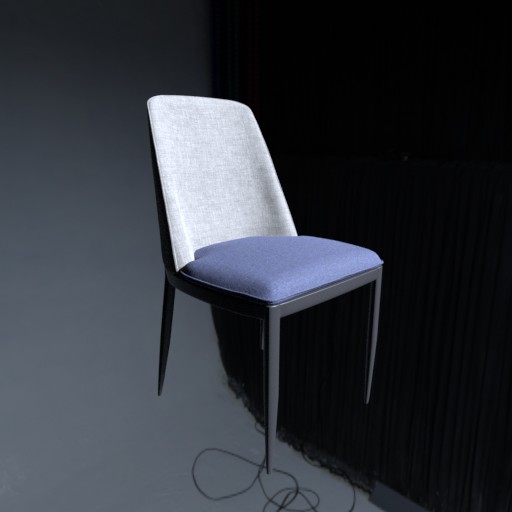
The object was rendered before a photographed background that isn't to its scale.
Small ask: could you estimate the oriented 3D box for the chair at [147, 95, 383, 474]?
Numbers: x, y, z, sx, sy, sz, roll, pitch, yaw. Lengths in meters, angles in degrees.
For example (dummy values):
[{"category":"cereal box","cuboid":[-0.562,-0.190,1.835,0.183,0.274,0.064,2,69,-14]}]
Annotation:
[{"category":"chair","cuboid":[0.000,0.000,1.214,0.488,0.855,0.550,-14,20,-42]}]
